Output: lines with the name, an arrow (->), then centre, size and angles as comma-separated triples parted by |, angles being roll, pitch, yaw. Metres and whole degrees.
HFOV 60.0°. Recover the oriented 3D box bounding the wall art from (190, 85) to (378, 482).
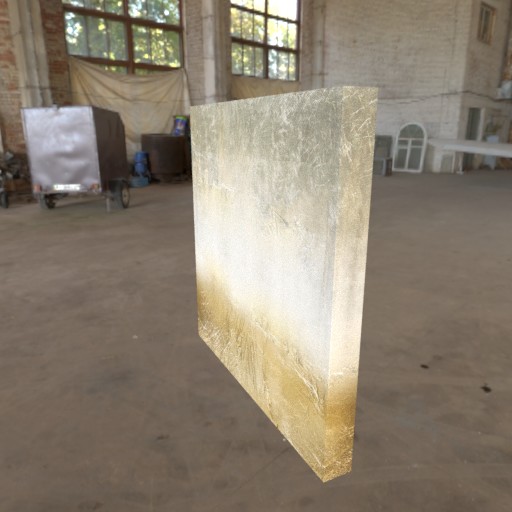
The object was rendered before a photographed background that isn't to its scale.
wall art -> 0.000, 0.000, 0.611 | 0.038, 0.407, 0.405 | -8, 18, -25
